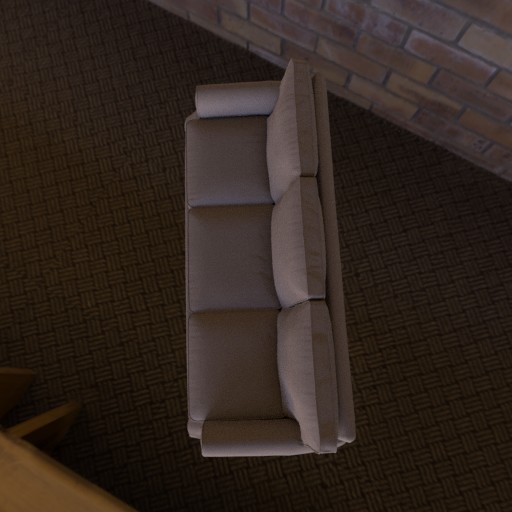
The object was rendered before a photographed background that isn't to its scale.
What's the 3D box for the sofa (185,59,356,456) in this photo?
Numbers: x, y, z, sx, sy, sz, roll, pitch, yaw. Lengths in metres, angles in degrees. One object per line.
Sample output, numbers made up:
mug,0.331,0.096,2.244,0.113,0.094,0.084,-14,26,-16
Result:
sofa,0.000,0.000,2.844,0.966,0.948,2.353,-2,77,-1
